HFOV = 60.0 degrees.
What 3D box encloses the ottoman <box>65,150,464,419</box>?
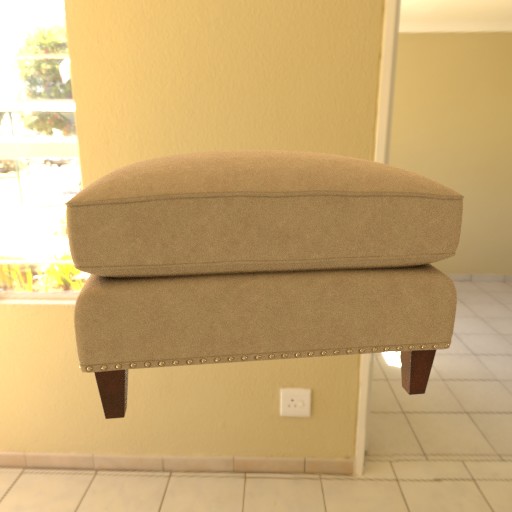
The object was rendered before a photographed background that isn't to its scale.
[{"bbox_3d":[0.000,0.000,1.102,0.741,0.513,0.584,-2,14,-8],"label":"ottoman"}]
